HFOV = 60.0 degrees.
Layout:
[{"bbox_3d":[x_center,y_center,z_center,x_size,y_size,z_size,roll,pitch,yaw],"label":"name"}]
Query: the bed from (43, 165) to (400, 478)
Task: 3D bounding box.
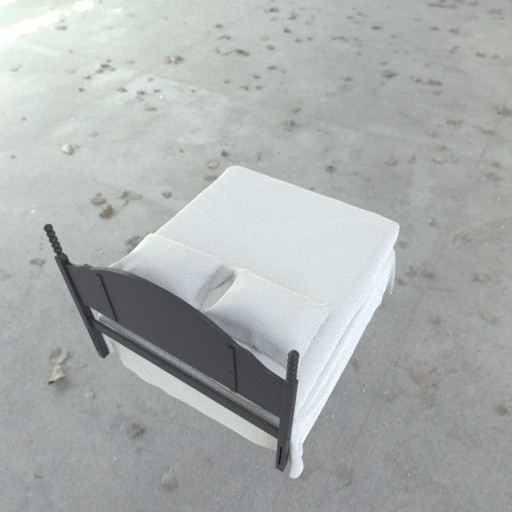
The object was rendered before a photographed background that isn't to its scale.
[{"bbox_3d":[0.000,0.000,3.300,1.873,1.356,2.040,24,50,22],"label":"bed"}]
